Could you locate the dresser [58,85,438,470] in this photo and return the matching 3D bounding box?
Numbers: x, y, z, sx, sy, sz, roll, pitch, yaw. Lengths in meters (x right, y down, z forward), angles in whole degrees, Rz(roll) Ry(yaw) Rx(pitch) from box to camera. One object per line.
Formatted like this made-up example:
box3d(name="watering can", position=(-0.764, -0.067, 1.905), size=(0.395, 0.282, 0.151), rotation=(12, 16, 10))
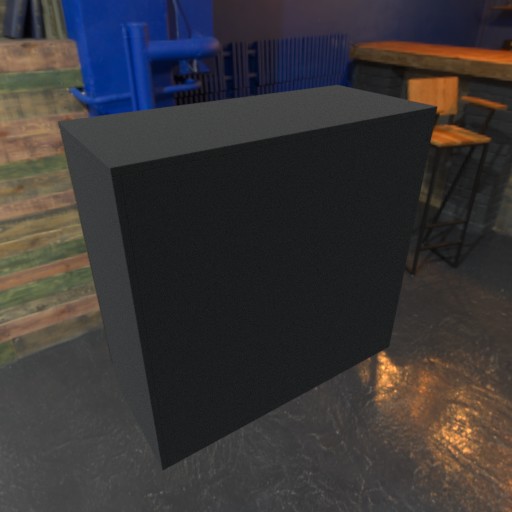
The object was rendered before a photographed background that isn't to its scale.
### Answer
box3d(name="dresser", position=(0.000, 0.000, 1.138), size=(0.750, 0.720, 0.360), rotation=(-19, 35, -28))
